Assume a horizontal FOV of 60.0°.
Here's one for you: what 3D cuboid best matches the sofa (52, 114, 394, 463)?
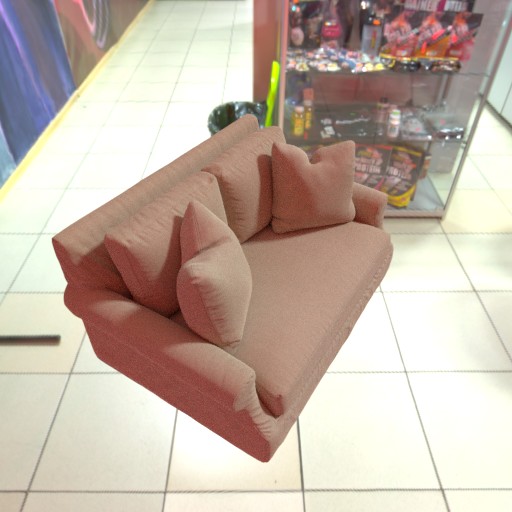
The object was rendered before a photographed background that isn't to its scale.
[{"bbox_3d":[0.000,0.000,2.236,1.070,0.905,1.550,23,46,24],"label":"sofa"}]
